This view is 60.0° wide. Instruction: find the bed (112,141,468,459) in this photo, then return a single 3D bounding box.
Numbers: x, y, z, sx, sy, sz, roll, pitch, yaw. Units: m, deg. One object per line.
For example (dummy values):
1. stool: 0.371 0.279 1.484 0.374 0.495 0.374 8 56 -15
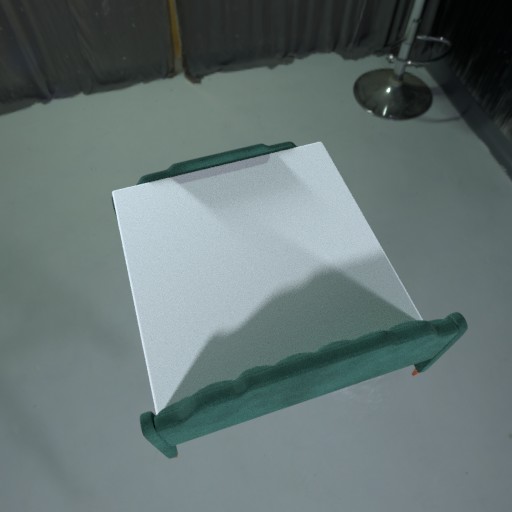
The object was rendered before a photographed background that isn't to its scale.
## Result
1. bed: 0.000 0.000 3.538 2.074 1.245 2.340 -15 59 -9
